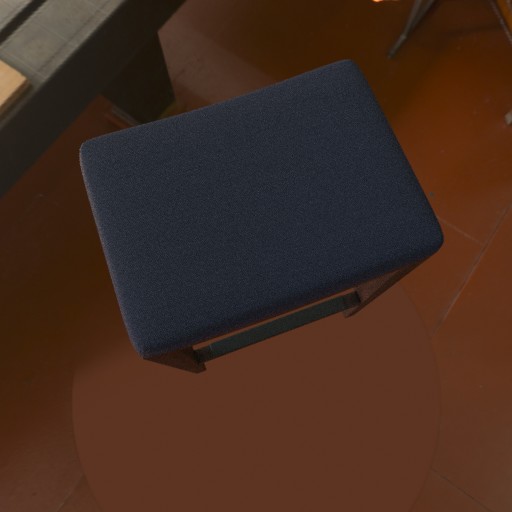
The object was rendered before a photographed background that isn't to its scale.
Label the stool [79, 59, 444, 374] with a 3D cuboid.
[{"bbox_3d":[0.000,0.000,1.010,0.498,0.740,0.358,-19,75,-5],"label":"stool"}]
